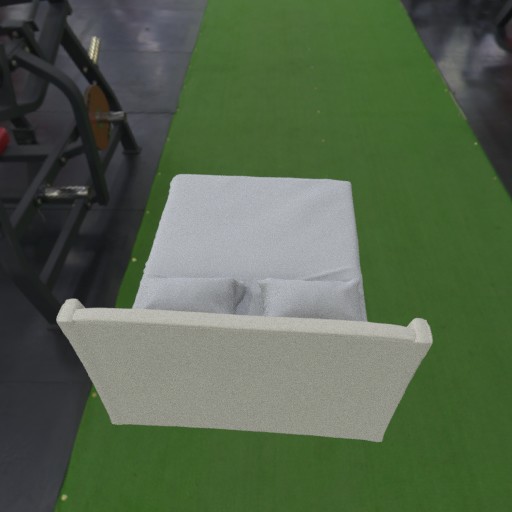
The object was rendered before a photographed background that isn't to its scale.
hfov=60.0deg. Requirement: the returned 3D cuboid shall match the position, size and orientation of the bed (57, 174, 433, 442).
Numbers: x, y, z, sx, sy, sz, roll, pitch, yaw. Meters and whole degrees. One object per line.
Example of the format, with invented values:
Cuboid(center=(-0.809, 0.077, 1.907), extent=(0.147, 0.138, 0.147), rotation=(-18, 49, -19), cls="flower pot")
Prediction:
Cuboid(center=(0.000, 0.000, 3.445), extent=(1.925, 1.332, 2.276), rotation=(3, 47, 3), cls="bed")
